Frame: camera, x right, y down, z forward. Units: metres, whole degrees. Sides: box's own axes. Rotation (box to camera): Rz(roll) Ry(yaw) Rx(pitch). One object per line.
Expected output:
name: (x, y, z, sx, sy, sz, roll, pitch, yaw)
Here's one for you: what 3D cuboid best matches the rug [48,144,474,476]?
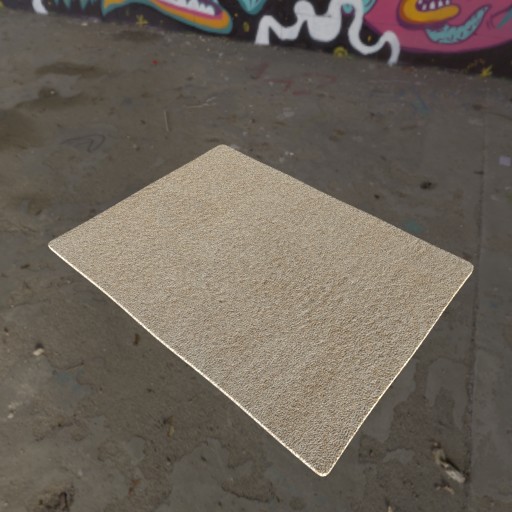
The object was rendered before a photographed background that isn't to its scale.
rug: (0.000, 0.000, 2.063, 1.600, 0.027, 1.200, 32, 53, 28)
